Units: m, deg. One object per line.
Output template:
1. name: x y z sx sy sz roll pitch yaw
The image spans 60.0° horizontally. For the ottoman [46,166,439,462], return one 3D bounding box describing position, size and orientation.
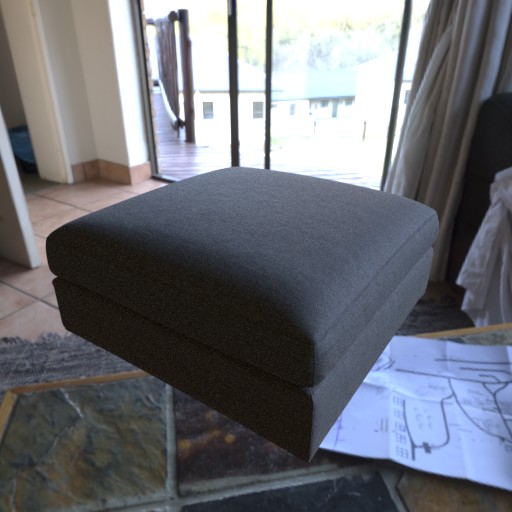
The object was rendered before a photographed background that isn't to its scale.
1. ottoman: 0.000 0.000 1.630 1.041 0.470 1.041 17 31 31
